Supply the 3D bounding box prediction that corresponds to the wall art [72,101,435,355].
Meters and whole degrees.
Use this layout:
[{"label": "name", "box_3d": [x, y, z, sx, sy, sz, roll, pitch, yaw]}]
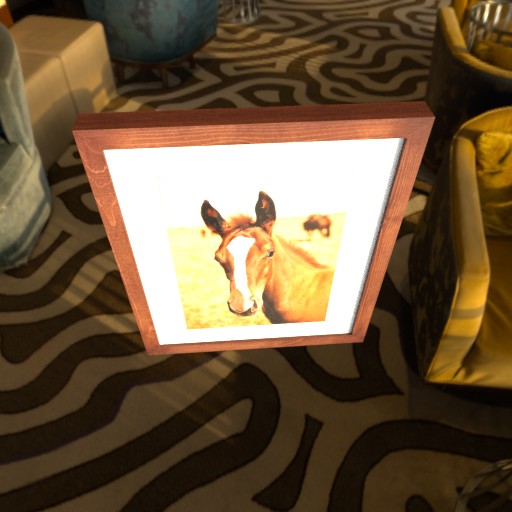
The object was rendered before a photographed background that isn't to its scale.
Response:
[{"label": "wall art", "box_3d": [0.000, 0.000, 0.550, 0.330, 0.381, 0.030, -3, 47, -3]}]
